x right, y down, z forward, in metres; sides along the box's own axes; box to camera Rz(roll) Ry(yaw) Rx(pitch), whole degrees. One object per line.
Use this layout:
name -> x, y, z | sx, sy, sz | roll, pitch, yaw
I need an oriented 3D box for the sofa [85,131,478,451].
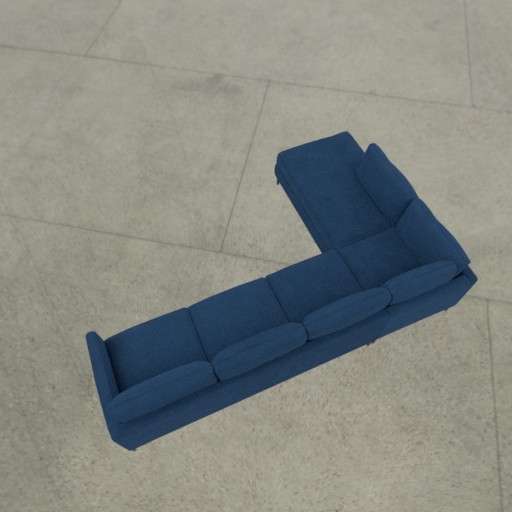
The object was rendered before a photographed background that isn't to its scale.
sofa -> 0.000, 0.000, 3.760 | 2.949, 0.815, 2.007 | -21, 61, -12
